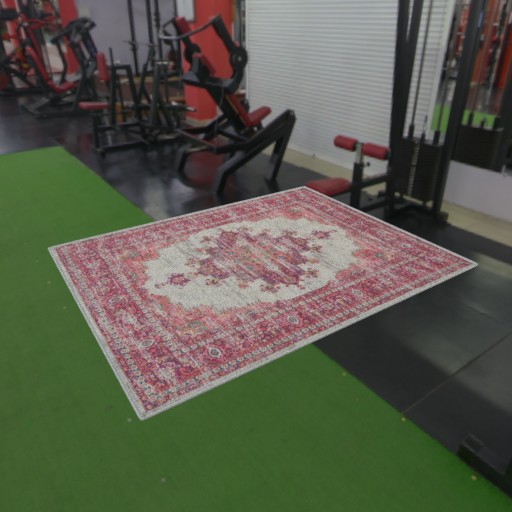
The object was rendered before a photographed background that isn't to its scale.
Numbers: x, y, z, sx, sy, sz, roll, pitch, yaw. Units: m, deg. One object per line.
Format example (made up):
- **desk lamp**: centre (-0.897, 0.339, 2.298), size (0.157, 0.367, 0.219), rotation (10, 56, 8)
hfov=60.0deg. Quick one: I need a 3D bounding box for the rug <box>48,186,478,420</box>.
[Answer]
- **rug**: centre (0.000, 0.000, 4.060), size (3.123, 0.017, 2.447), rotation (-18, 33, -29)
